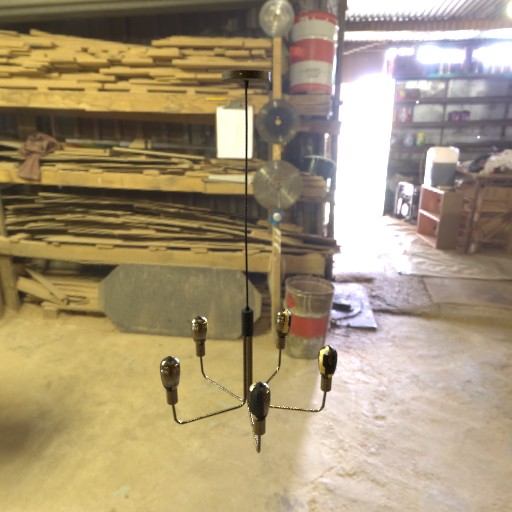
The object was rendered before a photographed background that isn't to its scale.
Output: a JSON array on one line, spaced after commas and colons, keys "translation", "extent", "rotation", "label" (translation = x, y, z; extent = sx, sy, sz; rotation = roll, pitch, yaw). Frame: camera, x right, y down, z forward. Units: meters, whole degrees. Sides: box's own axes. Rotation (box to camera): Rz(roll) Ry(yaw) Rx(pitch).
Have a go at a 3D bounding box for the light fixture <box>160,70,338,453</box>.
[{"translation": [0.000, 0.000, 1.382], "extent": [0.532, 1.059, 0.588], "rotation": [3, 16, 9], "label": "light fixture"}]
